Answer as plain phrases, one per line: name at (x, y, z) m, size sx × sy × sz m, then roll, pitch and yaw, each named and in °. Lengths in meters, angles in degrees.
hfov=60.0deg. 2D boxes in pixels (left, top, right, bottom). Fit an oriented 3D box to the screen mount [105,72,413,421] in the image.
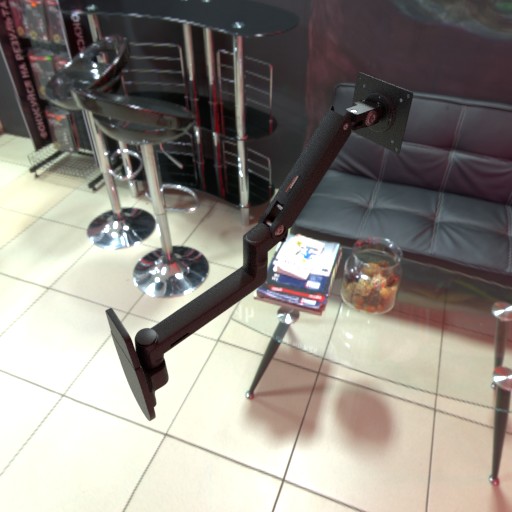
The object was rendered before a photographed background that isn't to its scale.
screen mount at (0.000, 0.000, 0.733) m, size 0.495 × 0.466 × 0.115 m, roll -26°, pitch 47°, yaw -26°
